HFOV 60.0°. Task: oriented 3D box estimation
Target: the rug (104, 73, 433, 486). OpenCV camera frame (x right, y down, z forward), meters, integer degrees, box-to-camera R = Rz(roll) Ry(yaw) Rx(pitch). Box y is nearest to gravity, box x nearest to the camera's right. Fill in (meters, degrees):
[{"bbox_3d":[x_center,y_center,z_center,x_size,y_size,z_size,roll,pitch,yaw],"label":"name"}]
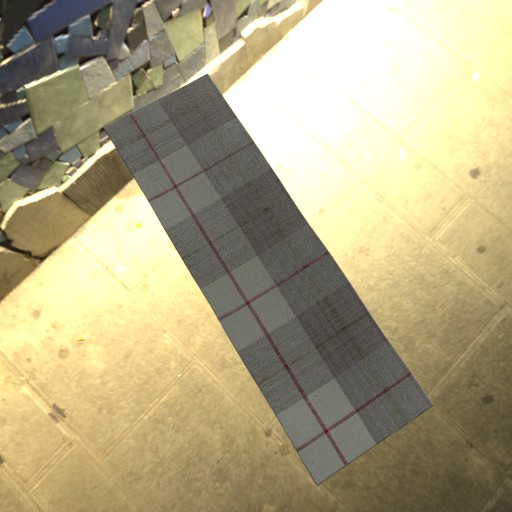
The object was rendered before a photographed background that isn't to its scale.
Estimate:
[{"bbox_3d":[0.000,0.000,2.609,0.762,0.013,2.439,-31,78,-7],"label":"rug"}]
